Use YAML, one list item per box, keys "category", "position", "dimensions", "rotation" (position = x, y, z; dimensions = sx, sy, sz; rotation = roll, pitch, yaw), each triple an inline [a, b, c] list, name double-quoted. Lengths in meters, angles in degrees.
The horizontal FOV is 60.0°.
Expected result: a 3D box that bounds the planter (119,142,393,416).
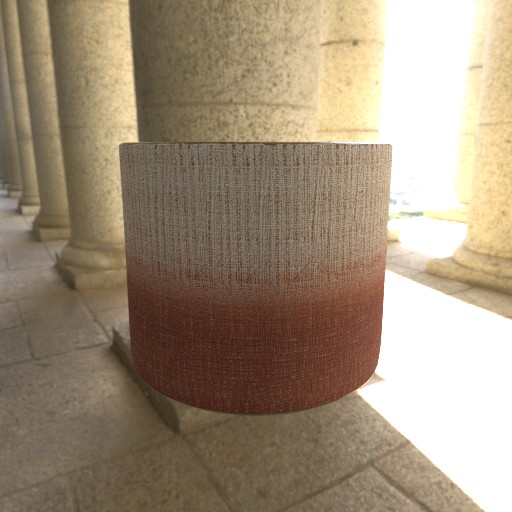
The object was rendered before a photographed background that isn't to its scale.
- category: "planter"
  position: [0.000, 0.000, 0.446]
  dimensions: [0.254, 0.221, 0.254]
  rotation: [0, 14, 0]
